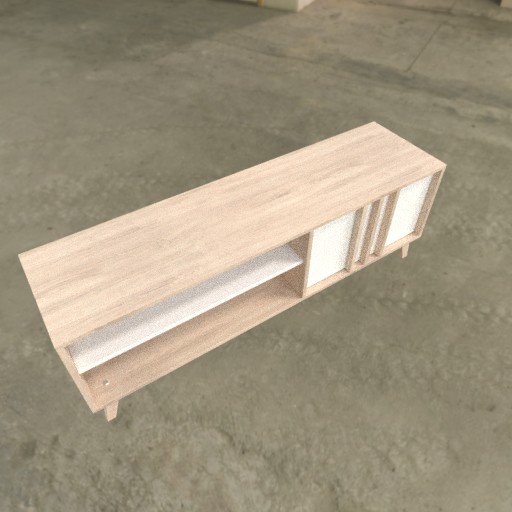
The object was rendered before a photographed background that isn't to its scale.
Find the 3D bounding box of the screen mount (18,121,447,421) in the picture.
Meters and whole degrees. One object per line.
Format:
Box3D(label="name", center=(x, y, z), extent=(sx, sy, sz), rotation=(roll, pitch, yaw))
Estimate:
Box3D(label="screen mount", center=(0.000, 0.000, 1.724), extent=(1.500, 0.510, 0.400), rotation=(-25, 51, -23))
